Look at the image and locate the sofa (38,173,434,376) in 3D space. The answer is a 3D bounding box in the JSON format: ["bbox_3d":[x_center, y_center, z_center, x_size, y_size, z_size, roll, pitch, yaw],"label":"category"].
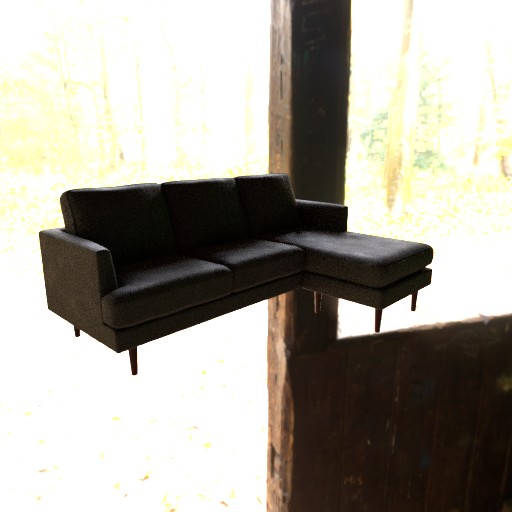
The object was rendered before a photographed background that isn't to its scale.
[{"bbox_3d":[0.000,0.000,2.957,1.504,0.956,2.233,14,20,43],"label":"sofa"}]
